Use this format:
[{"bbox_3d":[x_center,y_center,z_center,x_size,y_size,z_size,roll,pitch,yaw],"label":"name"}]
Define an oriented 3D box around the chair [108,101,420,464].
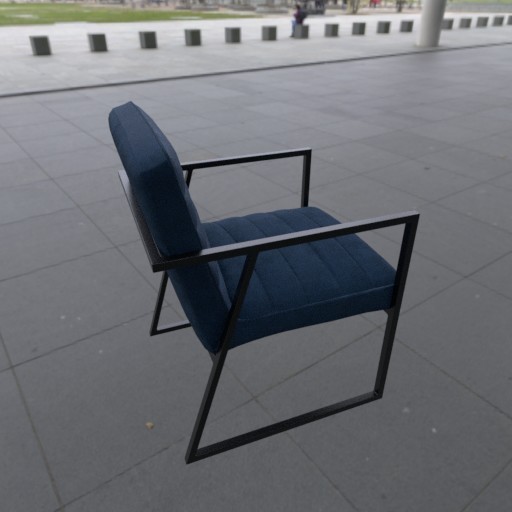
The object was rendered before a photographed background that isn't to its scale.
[{"bbox_3d":[0.000,0.000,1.282,0.677,0.833,0.571,-11,32,-18],"label":"chair"}]
